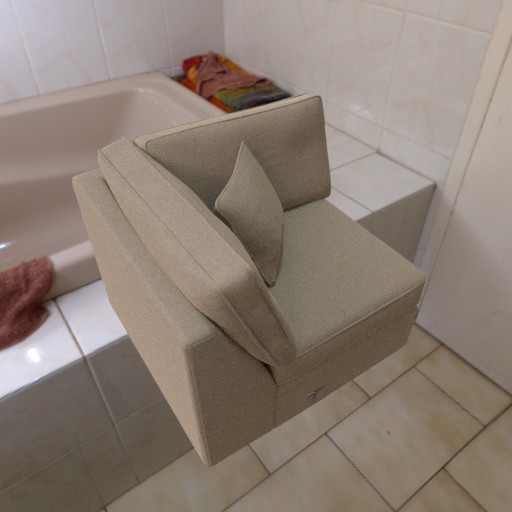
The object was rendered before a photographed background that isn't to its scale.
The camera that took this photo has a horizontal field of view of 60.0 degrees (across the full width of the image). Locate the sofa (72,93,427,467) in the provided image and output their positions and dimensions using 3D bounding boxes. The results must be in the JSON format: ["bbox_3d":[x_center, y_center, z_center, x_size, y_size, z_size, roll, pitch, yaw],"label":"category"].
[{"bbox_3d":[0.000,0.000,1.948,1.146,1.002,1.084,-23,46,-25],"label":"sofa"}]
